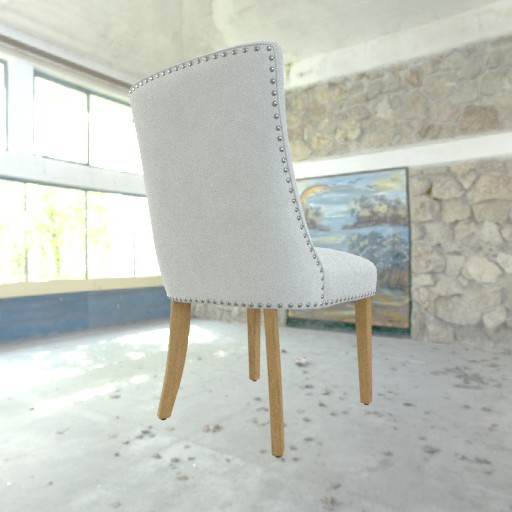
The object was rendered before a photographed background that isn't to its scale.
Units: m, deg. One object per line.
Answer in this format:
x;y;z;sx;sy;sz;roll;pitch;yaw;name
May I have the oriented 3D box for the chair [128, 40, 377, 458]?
0.000;0.000;1.248;0.495;0.902;0.610;0;0;36;chair
